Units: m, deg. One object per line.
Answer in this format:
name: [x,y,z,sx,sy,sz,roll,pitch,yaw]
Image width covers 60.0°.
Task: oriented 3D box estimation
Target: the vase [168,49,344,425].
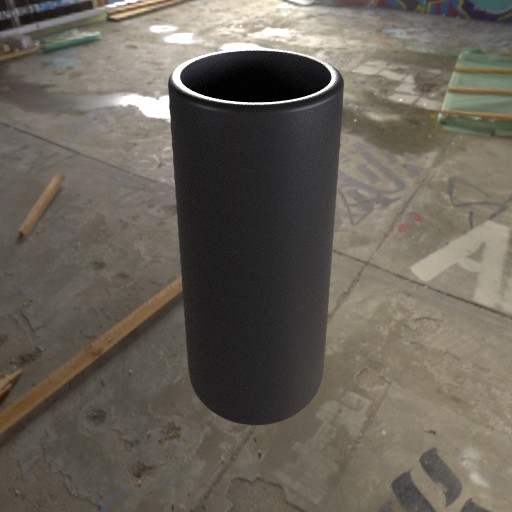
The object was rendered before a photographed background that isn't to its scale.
vase: [0.000,0.000,0.361,0.136,0.289,0.136,-26,47,-27]
